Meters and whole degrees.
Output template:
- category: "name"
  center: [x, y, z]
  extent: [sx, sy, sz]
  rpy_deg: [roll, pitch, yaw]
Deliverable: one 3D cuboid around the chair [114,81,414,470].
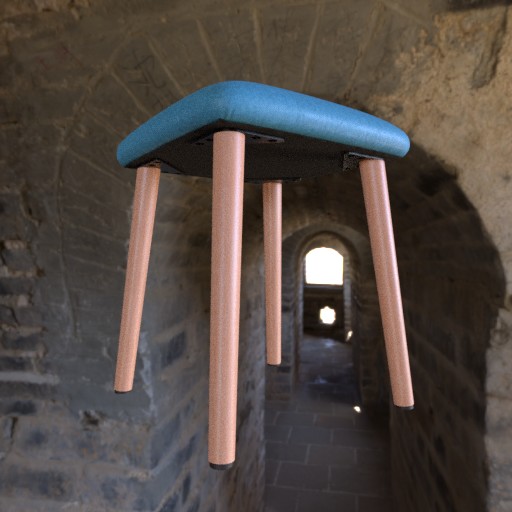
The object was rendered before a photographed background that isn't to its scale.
- category: "chair"
  center: [0.000, 0.000, 0.698]
  extent: [0.360, 0.450, 0.360]
  rpy_deg: [0, 0, -35]
